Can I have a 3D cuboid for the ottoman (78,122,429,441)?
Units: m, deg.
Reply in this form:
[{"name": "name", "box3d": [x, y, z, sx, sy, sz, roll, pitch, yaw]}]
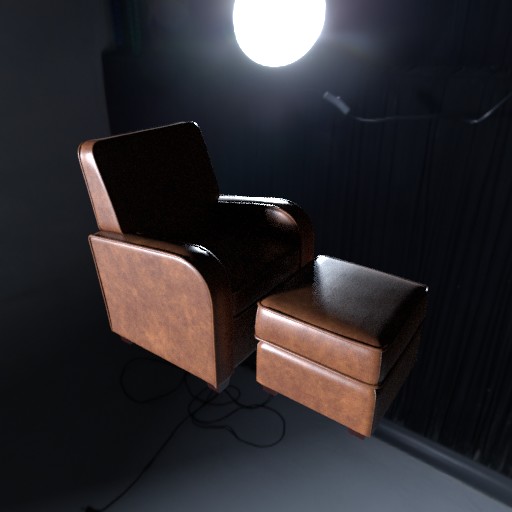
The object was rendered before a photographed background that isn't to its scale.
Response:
[{"name": "ottoman", "box3d": [0.000, 0.000, 1.828, 1.314, 0.904, 0.732, 18, 31, 31]}]
